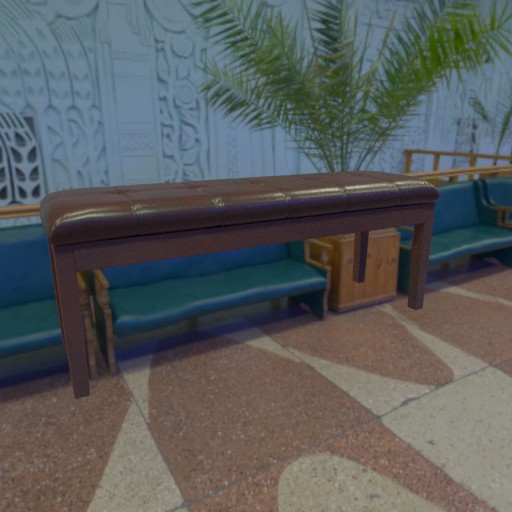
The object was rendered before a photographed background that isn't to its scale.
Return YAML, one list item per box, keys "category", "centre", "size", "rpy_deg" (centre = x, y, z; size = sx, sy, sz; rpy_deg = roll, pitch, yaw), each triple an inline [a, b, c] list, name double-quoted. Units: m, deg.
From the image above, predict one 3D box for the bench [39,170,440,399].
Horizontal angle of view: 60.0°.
- category: "bench"
  centre: [0.000, 0.000, 1.482]
  size: [1.259, 0.491, 0.401]
  rpy_deg: [-9, 19, -26]
